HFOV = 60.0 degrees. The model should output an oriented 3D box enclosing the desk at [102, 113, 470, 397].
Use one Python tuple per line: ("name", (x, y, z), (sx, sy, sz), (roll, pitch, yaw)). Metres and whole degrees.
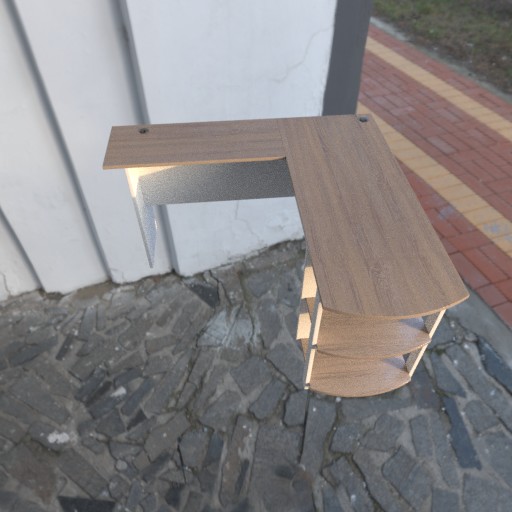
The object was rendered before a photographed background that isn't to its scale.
("desk", (0.000, 0.000, 2.133), (1.361, 0.716, 1.303), (-4, 47, -4))
